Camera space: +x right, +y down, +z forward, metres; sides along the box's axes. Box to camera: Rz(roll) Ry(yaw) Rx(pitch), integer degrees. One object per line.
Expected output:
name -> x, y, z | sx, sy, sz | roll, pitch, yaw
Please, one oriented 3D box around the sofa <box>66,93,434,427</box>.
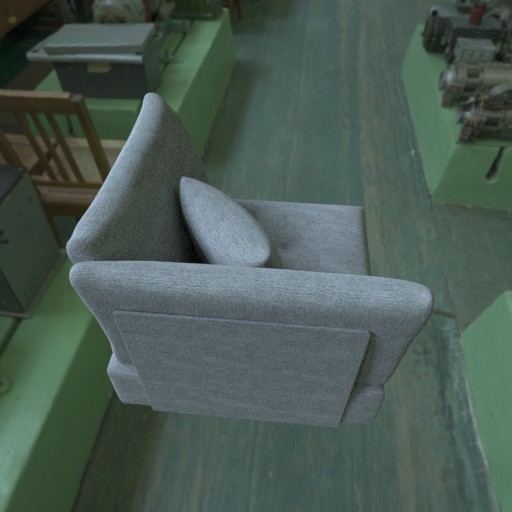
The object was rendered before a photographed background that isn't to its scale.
sofa -> 0.000, 0.000, 1.715 | 1.000, 0.820, 1.000 | 4, 47, 4
